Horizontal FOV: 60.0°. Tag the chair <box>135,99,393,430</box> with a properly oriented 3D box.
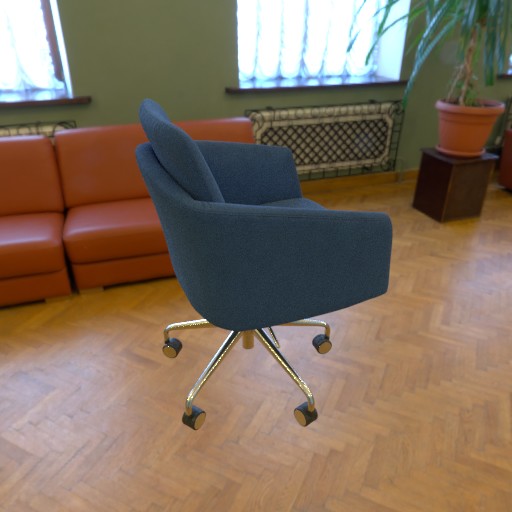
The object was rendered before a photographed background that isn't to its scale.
[{"bbox_3d":[0.000,0.000,1.371,0.635,0.908,0.641,-10,30,-18],"label":"chair"}]
